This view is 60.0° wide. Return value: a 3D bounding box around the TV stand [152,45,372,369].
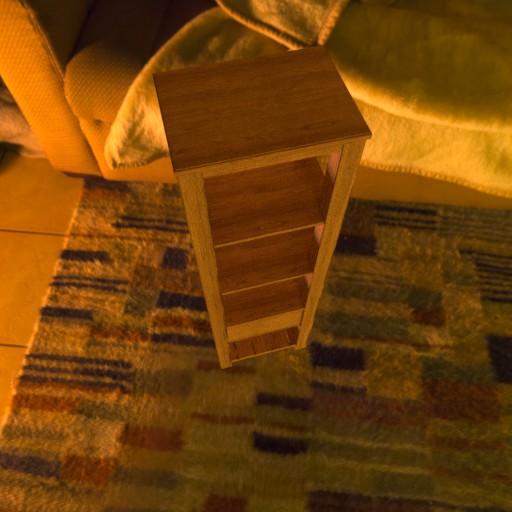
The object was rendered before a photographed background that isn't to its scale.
[{"bbox_3d":[0.000,0.000,2.102,0.565,1.828,0.435,-13,60,-7],"label":"TV stand"}]
